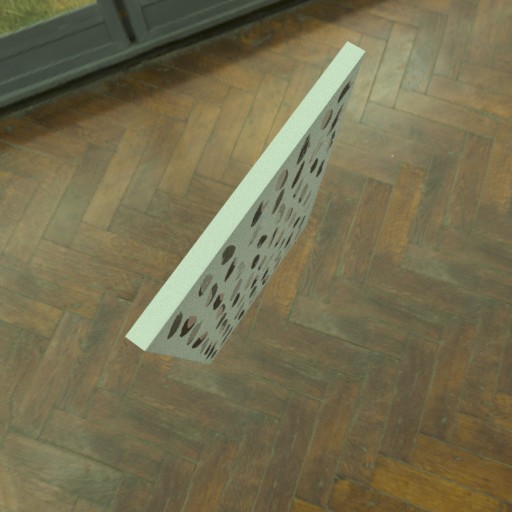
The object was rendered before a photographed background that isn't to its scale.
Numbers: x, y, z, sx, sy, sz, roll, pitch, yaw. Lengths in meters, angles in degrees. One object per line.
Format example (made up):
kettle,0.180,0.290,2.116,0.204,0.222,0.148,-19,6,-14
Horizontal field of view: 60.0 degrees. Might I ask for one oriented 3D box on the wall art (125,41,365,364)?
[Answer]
wall art,0.000,0.000,0.755,0.025,0.608,0.405,34,78,8
